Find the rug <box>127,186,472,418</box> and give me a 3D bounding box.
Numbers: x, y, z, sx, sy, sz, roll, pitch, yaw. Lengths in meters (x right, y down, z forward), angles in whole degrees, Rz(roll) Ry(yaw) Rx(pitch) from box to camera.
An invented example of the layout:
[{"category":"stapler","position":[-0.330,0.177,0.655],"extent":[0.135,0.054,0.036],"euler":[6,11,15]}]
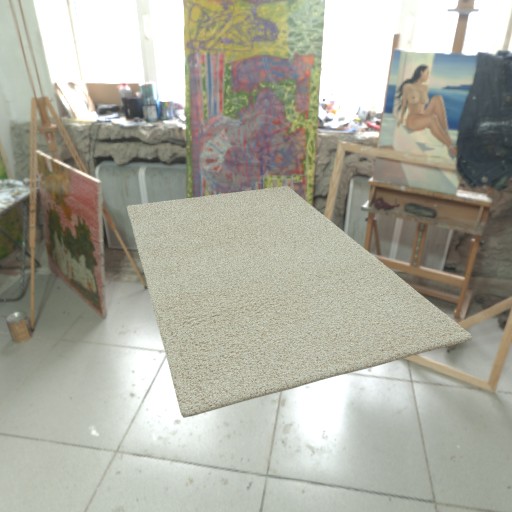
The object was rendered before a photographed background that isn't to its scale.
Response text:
[{"category":"rug","position":[0.000,0.000,3.075],"extent":[1.524,0.030,2.438],"euler":[-10,30,-17]}]
